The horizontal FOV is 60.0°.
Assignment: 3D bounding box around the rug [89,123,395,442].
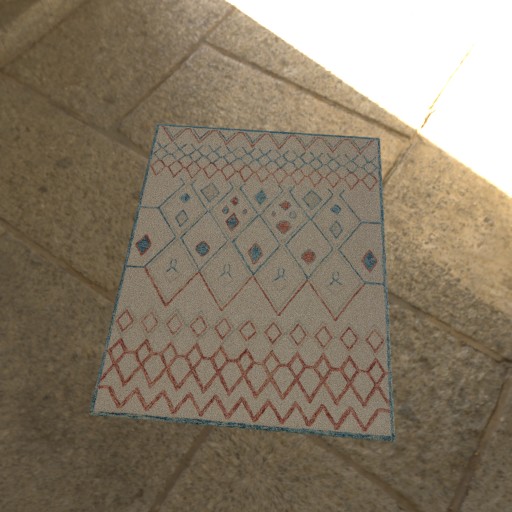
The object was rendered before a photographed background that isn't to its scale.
[{"bbox_3d":[0.000,0.000,4.178,2.441,0.016,3.050,4,64,2],"label":"rug"}]
